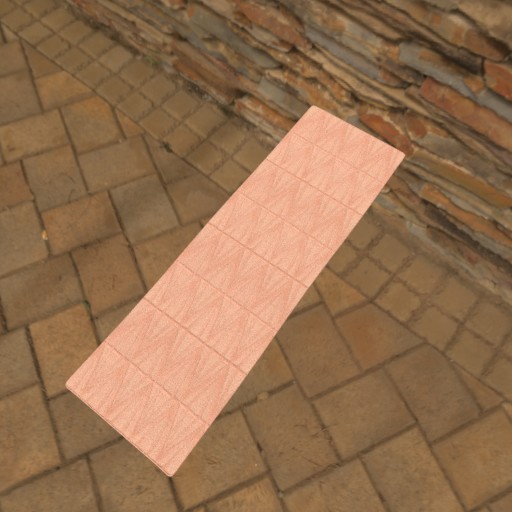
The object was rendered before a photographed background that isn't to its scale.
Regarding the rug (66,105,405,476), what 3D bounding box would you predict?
[{"bbox_3d":[0.000,0.000,2.682,0.760,0.015,2.435,33,69,15],"label":"rug"}]
